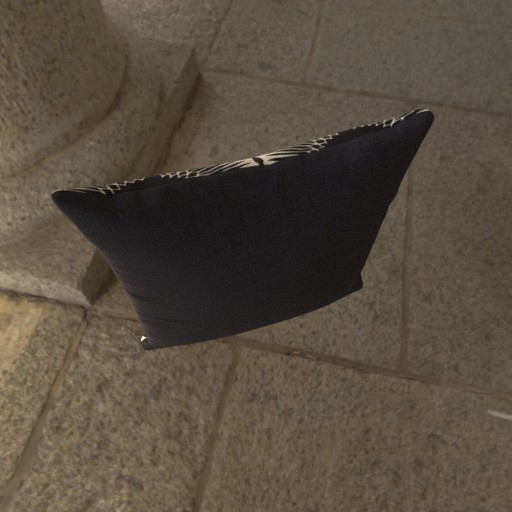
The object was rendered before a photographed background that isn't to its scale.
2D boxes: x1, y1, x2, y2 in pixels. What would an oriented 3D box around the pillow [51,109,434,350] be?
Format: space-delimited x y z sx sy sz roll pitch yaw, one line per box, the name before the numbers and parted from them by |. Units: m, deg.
pillow | 0.000 0.000 0.658 0.432 0.432 0.139 -15 60 -9
